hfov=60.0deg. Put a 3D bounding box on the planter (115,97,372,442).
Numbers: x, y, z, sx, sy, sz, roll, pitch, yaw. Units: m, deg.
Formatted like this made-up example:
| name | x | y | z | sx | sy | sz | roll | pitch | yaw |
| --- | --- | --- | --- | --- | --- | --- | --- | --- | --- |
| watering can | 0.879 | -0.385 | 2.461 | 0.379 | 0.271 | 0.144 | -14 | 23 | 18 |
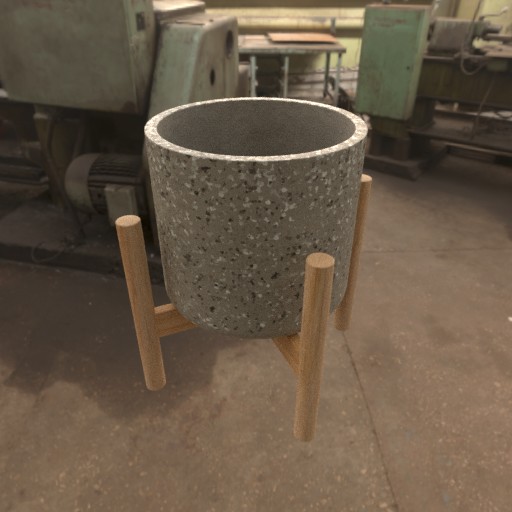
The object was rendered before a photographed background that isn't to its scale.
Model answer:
| name | x | y | z | sx | sy | sz | roll | pitch | yaw |
| --- | --- | --- | --- | --- | --- | --- | --- | --- | --- |
| planter | 0.000 | 0.000 | 0.535 | 0.284 | 0.320 | 0.284 | 0 | 32 | -1 |
